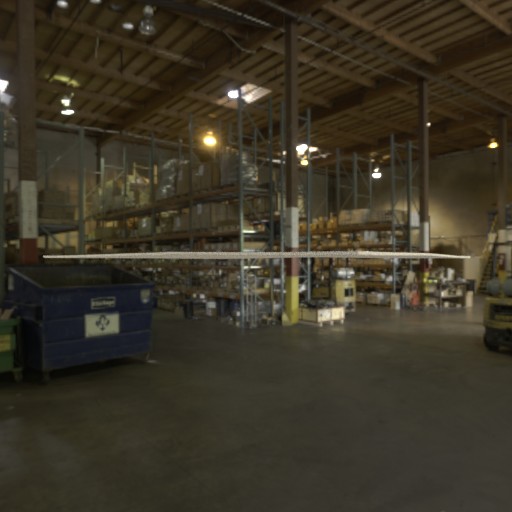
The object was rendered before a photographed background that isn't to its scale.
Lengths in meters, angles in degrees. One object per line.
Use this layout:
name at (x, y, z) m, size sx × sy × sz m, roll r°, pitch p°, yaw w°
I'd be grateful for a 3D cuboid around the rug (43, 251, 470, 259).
rug at (0.000, 0.000, 4.687) m, size 3.626 × 0.051 × 2.757 m, roll -1°, pitch -1°, yaw 38°
